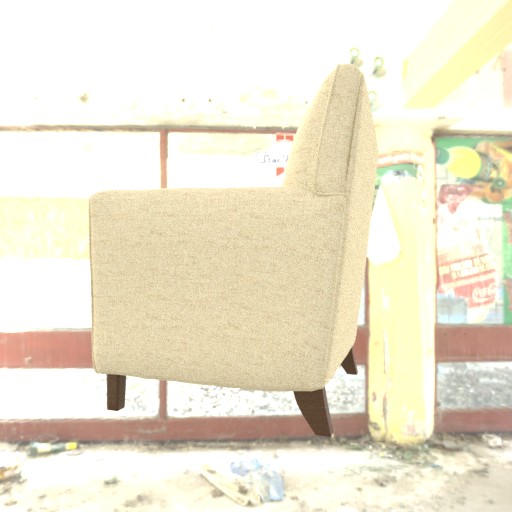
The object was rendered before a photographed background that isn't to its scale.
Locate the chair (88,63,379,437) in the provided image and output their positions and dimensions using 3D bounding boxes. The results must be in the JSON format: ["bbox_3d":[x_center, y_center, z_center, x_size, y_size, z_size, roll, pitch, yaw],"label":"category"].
[{"bbox_3d":[0.000,0.000,1.579,0.823,0.943,0.870,-1,-2,18],"label":"chair"}]
